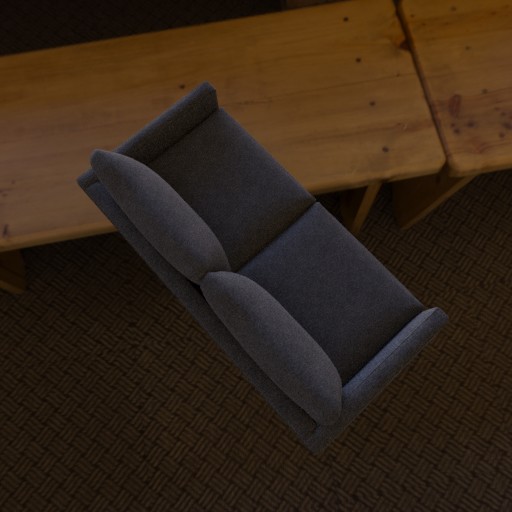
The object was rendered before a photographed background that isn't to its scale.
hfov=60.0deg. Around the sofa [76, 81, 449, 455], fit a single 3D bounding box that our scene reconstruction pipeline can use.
[{"bbox_3d":[0.000,0.000,2.254,0.866,0.862,1.716,-41,79,-10],"label":"sofa"}]
